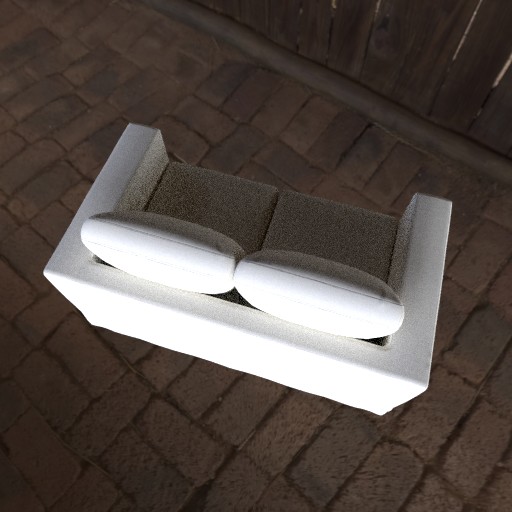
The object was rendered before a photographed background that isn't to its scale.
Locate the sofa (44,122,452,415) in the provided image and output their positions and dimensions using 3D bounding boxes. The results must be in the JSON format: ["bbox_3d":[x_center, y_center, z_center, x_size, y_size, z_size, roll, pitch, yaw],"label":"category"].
[{"bbox_3d":[0.000,0.000,2.344,1.813,0.932,1.009,15,64,8],"label":"sofa"}]
